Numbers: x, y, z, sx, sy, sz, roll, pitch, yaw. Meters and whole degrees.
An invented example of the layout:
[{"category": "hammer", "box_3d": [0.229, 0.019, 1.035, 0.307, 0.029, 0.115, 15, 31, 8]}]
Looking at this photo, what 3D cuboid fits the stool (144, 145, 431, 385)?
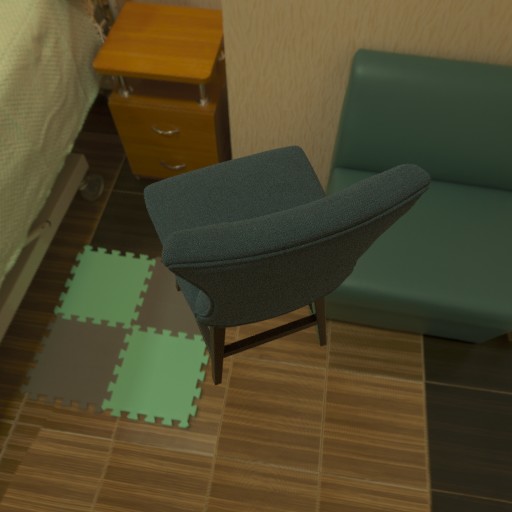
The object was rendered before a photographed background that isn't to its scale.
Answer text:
[{"category": "stool", "box_3d": [0.000, 0.000, 1.294, 0.514, 1.000, 0.574, -18, 60, -11]}]
